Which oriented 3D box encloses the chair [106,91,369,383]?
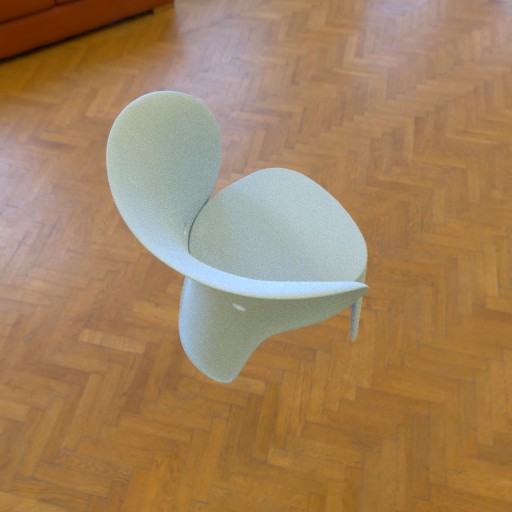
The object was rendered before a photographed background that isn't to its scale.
[{"bbox_3d":[0.000,0.000,0.856,0.402,0.554,0.451,-30,64,-17],"label":"chair"}]
